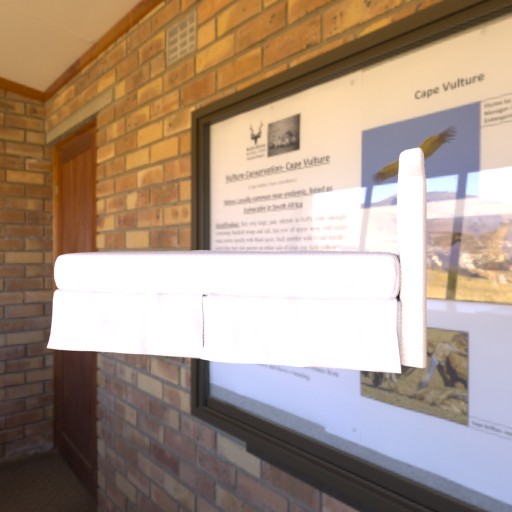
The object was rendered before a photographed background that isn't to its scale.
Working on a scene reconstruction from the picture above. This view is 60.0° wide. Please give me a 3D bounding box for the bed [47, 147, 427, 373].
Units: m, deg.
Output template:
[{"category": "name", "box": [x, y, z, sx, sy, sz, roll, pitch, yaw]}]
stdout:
[{"category": "bed", "box": [0.000, 0.000, 3.628, 2.498, 1.293, 1.977, 0, 0, 17]}]
